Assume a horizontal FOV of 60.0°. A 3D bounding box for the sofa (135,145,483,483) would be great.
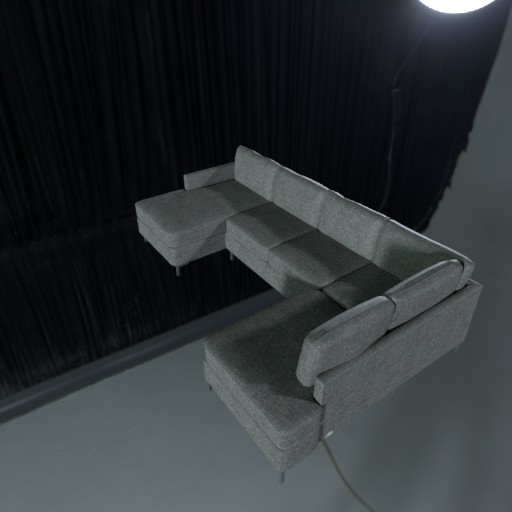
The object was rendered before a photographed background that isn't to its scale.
[{"bbox_3d":[0.000,0.000,4.270,2.048,0.999,3.423,-21,39,-29],"label":"sofa"}]
